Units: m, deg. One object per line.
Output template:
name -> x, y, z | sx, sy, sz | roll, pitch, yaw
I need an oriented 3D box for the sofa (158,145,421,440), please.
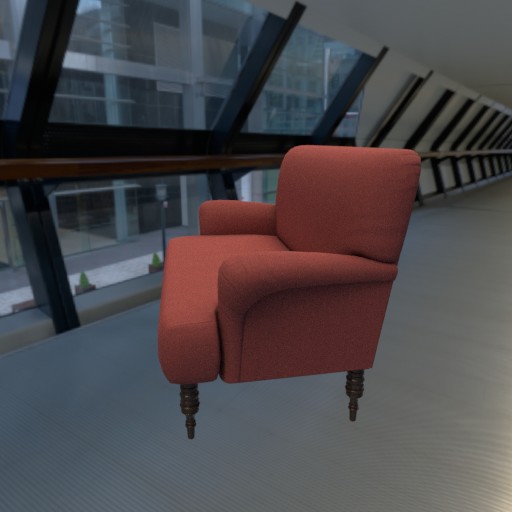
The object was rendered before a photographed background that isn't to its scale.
sofa -> 0.000, 0.000, 1.856 | 0.779, 0.889, 1.297 | -2, 15, -9
